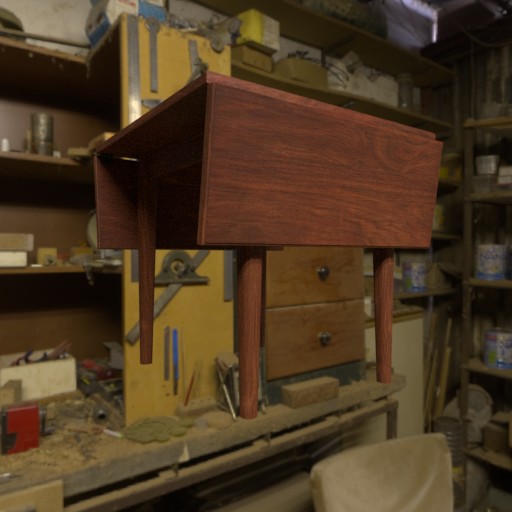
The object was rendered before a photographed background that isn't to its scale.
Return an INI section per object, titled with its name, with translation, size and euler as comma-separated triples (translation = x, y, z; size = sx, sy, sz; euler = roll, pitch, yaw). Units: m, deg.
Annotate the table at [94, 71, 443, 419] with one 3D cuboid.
[table]
translation = 0.000, 0.000, 1.463
size = 0.812, 0.763, 0.843
euler = 0, 0, -36
